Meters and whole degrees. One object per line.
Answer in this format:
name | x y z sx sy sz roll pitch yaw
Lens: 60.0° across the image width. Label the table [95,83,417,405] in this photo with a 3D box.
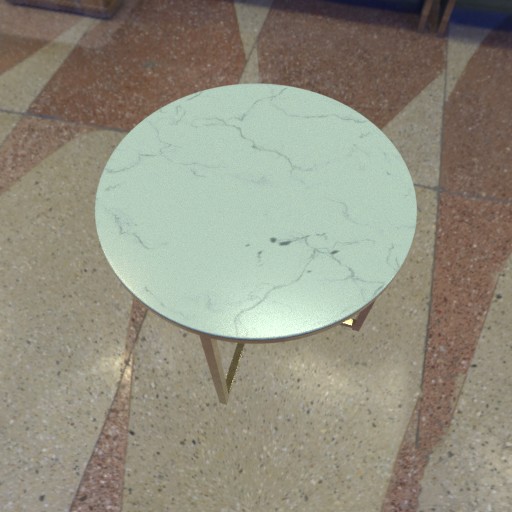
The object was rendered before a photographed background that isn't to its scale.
table | 0.000 0.000 0.879 0.500 0.420 0.500 0 59 0
